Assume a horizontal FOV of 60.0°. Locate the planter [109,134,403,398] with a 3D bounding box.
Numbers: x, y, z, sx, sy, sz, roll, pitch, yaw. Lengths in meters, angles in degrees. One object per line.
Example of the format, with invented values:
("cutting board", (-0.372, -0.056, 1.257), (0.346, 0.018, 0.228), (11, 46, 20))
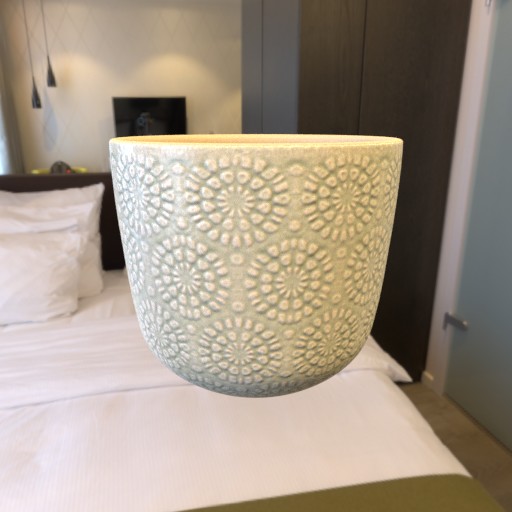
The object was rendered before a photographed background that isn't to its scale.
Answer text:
("planter", (0.000, 0.000, 0.211), (0.124, 0.109, 0.124), (0, 17, 0))
